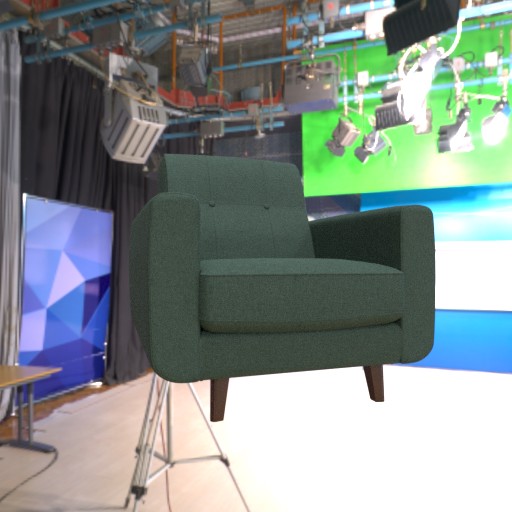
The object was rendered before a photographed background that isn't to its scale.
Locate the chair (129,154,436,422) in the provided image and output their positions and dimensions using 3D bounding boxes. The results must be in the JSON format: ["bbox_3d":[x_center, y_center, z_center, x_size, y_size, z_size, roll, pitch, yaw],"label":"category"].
[{"bbox_3d":[0.000,0.000,1.568,0.831,0.841,0.909,0,-1,-19],"label":"chair"}]
